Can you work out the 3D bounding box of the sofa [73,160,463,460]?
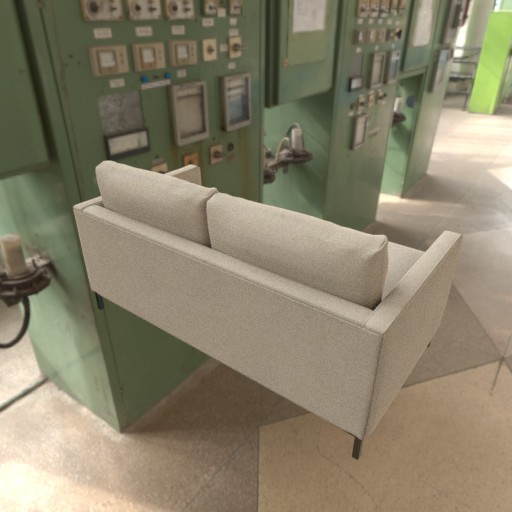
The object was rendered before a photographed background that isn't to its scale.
[{"bbox_3d":[0.000,0.000,2.177,1.682,0.840,0.875,20,35,32],"label":"sofa"}]
